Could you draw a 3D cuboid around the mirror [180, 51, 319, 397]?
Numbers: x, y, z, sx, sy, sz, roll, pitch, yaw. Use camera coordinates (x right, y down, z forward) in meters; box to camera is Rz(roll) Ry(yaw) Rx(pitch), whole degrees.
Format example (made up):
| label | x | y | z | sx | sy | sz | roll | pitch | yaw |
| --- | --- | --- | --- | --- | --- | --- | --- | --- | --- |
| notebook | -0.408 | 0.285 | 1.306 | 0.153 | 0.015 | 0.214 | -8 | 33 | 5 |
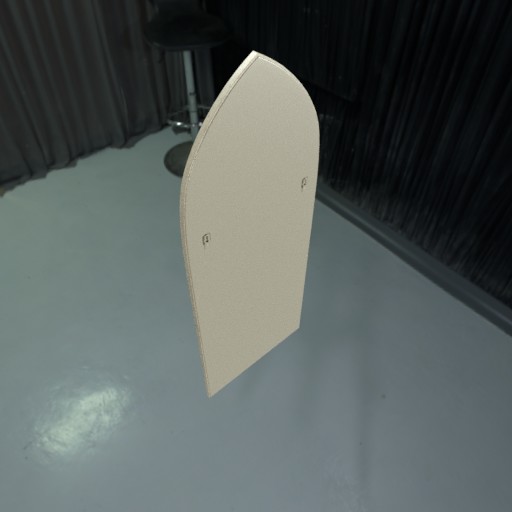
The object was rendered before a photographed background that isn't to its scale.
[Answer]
| label | x | y | z | sx | sy | sz | roll | pitch | yaw |
| --- | --- | --- | --- | --- | --- | --- | --- | --- | --- |
| mirror | 0.000 | 0.000 | 1.305 | 0.464 | 1.175 | 0.025 | -33 | 55 | -27 |
